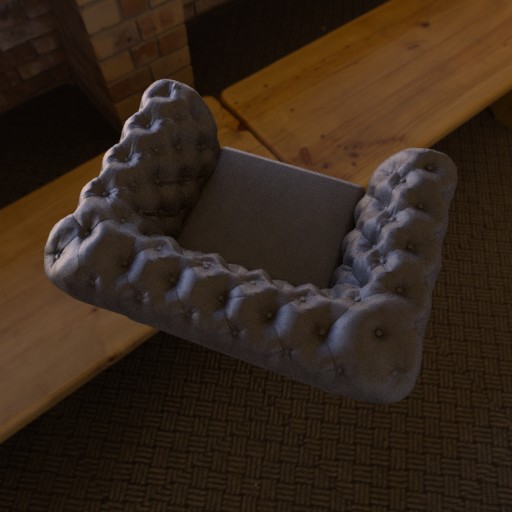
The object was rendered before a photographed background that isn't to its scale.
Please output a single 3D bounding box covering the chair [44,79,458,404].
[{"bbox_3d":[0.000,0.000,1.814,1.298,0.780,0.943,18,64,9],"label":"chair"}]
